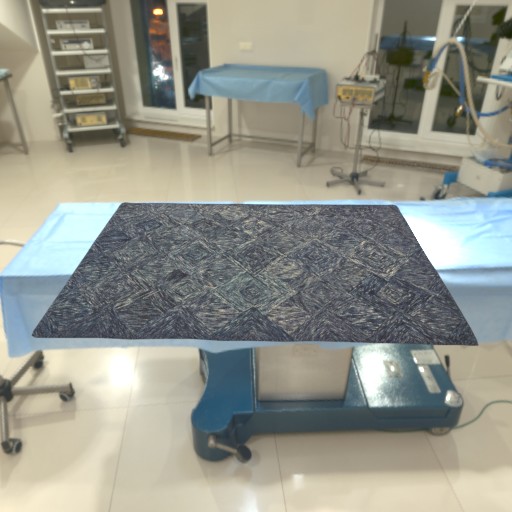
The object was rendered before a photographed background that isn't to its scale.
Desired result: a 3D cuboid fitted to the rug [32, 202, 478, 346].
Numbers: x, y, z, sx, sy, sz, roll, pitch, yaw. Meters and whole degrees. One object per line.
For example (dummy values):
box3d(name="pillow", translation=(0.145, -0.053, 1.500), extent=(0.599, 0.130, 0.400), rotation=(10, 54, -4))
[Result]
box3d(name="rug", translation=(0.000, 0.000, 4.189), extent=(3.245, 0.024, 2.385), rotation=(1, 31, 1))
